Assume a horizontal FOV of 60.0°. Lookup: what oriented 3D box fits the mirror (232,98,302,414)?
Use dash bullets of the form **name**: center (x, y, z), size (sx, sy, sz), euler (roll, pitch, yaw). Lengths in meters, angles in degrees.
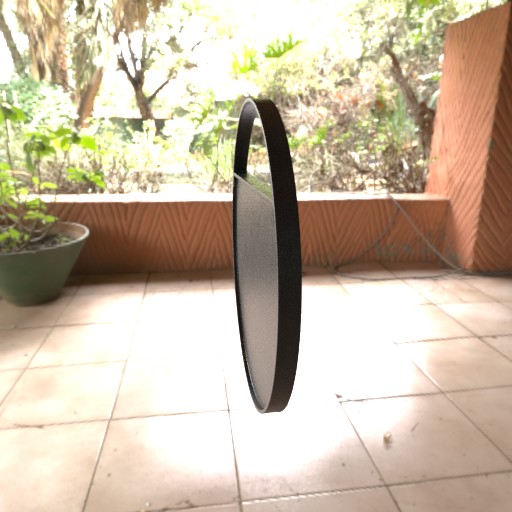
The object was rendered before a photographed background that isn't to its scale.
- **mirror**: center (0.000, 0.000, 0.841), size (0.032, 0.565, 0.565), euler (-2, 15, -9)
